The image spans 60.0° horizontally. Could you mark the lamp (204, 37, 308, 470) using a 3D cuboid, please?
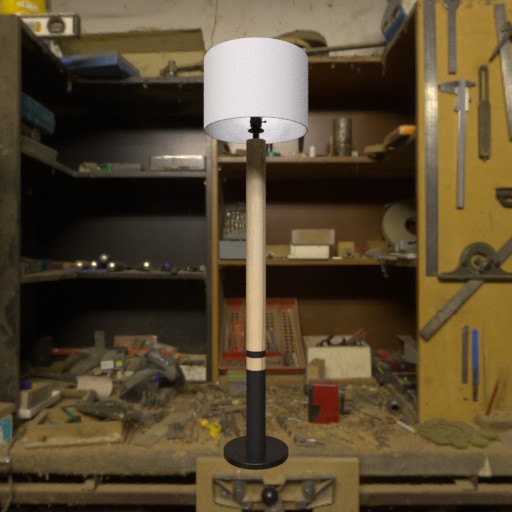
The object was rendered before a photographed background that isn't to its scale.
[{"bbox_3d":[0.000,0.000,1.645,0.381,1.478,0.381,0,1,1],"label":"lamp"}]
